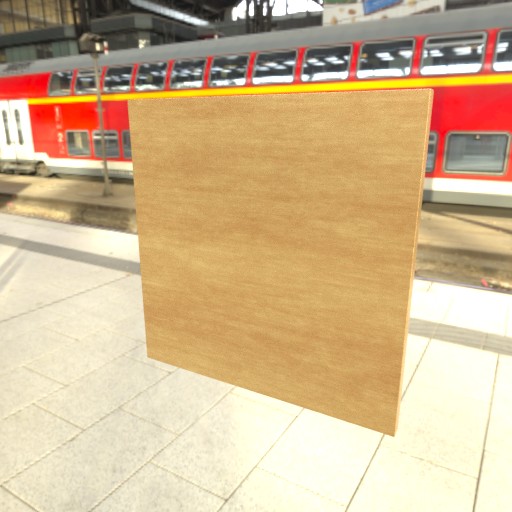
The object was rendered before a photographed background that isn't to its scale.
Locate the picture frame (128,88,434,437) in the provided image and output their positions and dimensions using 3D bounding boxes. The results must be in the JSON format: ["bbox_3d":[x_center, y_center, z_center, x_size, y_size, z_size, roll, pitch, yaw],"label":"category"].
[{"bbox_3d":[0.000,0.000,1.116,0.758,0.761,0.037,9,19,28],"label":"picture frame"}]
